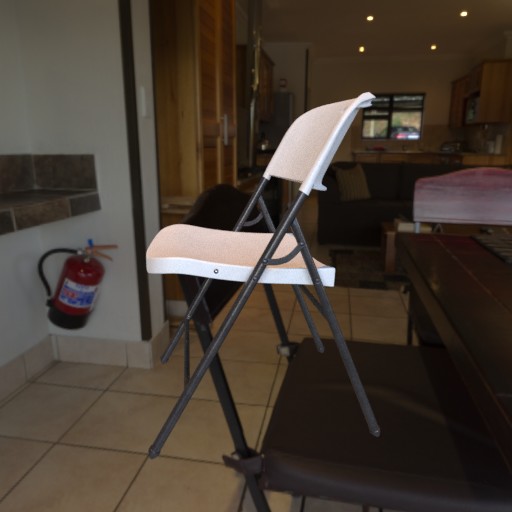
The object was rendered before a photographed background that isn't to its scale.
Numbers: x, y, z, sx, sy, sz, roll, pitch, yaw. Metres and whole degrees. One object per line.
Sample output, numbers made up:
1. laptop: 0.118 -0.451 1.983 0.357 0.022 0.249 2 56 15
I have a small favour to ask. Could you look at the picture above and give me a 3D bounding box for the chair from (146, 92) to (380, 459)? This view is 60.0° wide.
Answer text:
1. chair: 0.000 0.000 1.181 0.566 0.810 0.494 -2 14 -8
